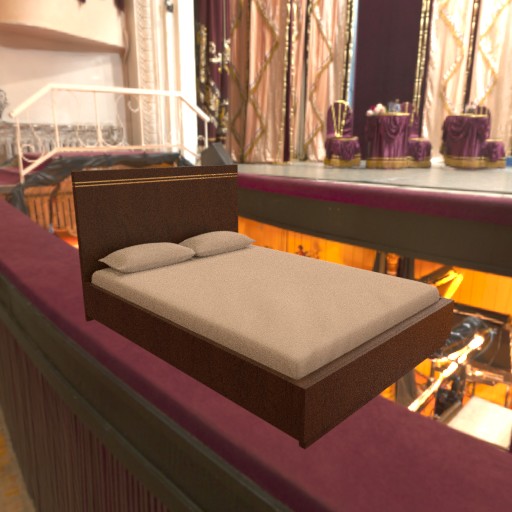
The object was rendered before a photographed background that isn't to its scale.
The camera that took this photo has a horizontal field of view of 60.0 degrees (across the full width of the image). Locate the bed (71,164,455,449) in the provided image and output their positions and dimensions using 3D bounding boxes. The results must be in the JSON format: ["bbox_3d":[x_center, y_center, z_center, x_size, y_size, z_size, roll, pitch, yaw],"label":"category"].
[{"bbox_3d":[0.000,0.000,3.172,1.613,1.169,2.221,-14,20,-43],"label":"bed"}]
